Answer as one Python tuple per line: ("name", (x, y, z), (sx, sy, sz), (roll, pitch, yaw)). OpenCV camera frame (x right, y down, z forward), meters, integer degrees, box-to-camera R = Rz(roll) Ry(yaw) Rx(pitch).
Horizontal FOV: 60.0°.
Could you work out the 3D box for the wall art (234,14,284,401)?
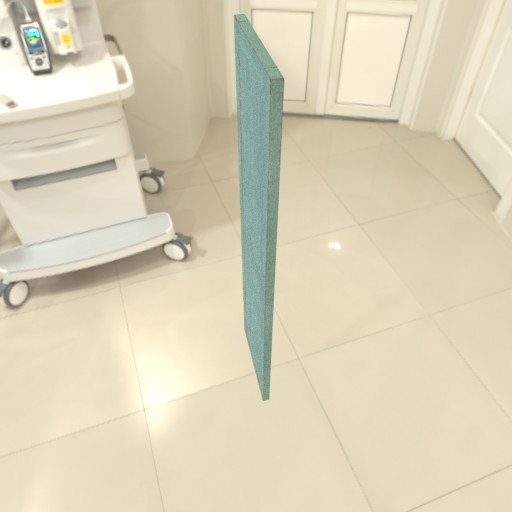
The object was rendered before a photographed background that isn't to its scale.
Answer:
("wall art", (0.000, 0.000, 1.314), (0.025, 1.219, 0.329), (-10, 47, -9))
